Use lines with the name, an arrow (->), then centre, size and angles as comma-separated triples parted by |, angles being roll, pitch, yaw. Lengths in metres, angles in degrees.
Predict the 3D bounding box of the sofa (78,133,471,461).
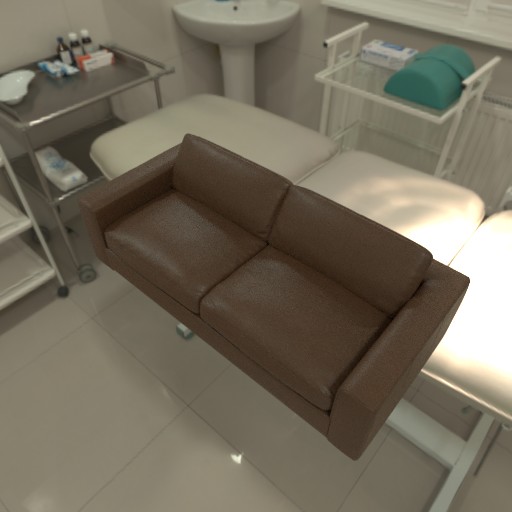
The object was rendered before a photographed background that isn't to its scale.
sofa -> 0.000, 0.000, 2.791 | 2.262, 0.801, 1.070 | 32, 53, 28
